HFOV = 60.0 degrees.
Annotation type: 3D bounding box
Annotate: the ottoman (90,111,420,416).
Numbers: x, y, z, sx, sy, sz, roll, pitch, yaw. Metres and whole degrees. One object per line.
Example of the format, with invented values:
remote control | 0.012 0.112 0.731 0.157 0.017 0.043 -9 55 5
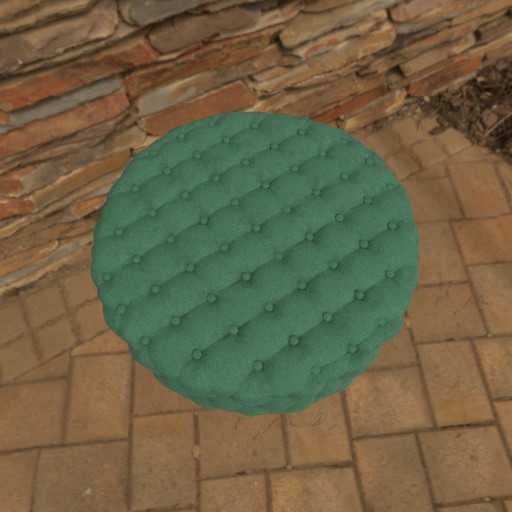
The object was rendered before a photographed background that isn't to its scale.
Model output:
ottoman | 0.000 0.000 1.474 0.998 0.399 0.998 0 63 0
